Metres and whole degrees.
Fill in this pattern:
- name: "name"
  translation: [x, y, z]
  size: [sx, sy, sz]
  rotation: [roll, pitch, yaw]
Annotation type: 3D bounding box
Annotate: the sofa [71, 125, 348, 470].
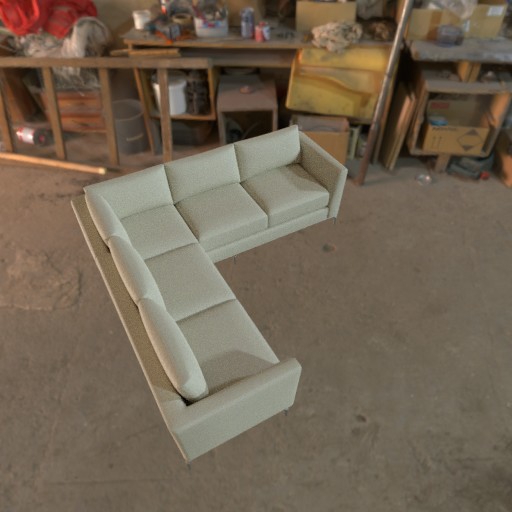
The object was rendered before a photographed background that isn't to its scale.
- name: "sofa"
  translation: [0.000, 0.000, 3.785]
  size: [2.448, 0.867, 2.430]
  rotation: [-22, 49, -20]
